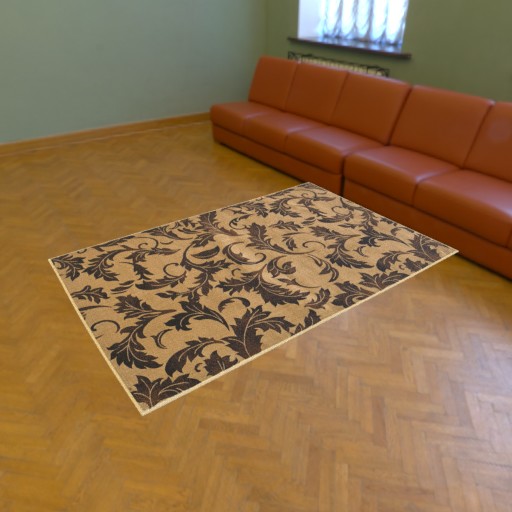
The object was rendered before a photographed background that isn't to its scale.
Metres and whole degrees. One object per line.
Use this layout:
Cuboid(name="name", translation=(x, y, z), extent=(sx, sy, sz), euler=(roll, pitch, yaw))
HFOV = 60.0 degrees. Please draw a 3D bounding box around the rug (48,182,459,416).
Cuboid(name="rug", translation=(0.000, 0.000, 2.930), extent=(2.284, 0.008, 1.522), euler=(-21, 37, -30))
